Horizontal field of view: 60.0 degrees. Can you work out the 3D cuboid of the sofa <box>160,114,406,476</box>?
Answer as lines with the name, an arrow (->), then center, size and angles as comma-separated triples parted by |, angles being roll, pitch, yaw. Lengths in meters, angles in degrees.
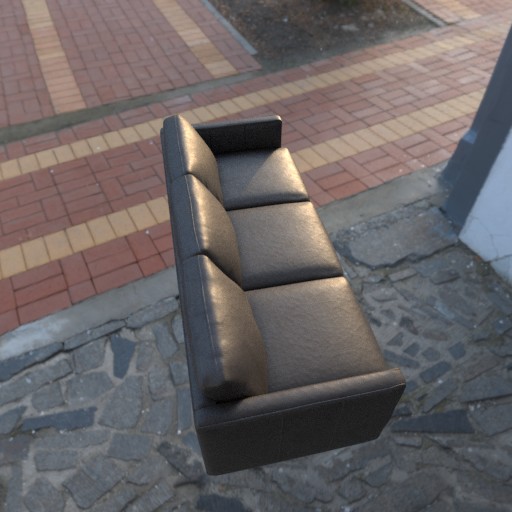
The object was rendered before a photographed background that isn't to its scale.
sofa -> 0.000, 0.000, 2.988 | 1.045, 1.006, 2.464 | -9, 48, -8
